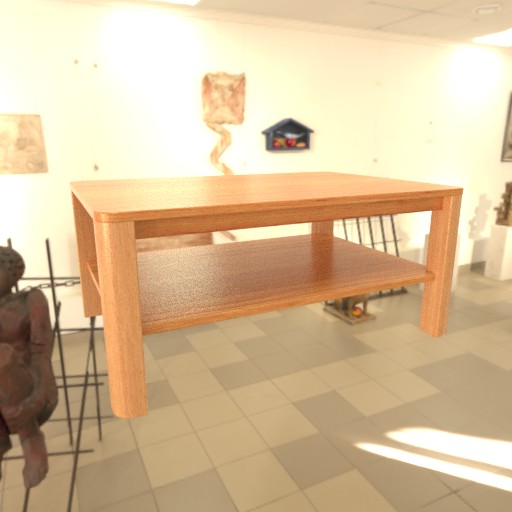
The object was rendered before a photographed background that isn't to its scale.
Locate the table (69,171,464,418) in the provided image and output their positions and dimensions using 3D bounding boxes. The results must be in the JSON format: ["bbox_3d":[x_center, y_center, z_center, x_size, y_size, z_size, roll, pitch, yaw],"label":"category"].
[{"bbox_3d":[0.000,0.000,1.387,0.997,0.445,0.696,-7,17,-25],"label":"table"}]
